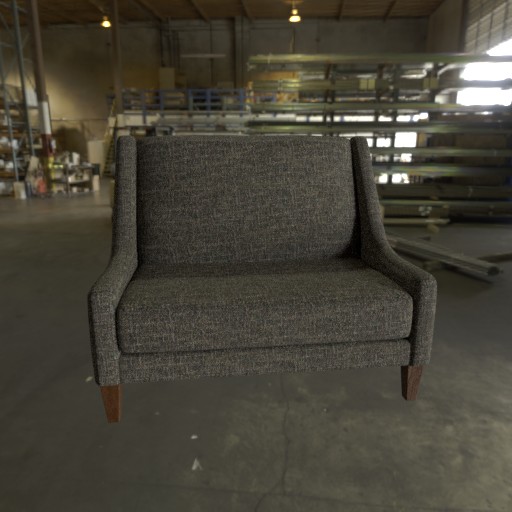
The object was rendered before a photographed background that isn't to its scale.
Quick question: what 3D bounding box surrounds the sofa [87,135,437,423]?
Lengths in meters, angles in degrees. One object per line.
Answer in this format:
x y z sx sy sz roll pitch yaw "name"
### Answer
0.000 0.000 1.907 1.242 1.021 0.870 -2 14 -7 "sofa"
